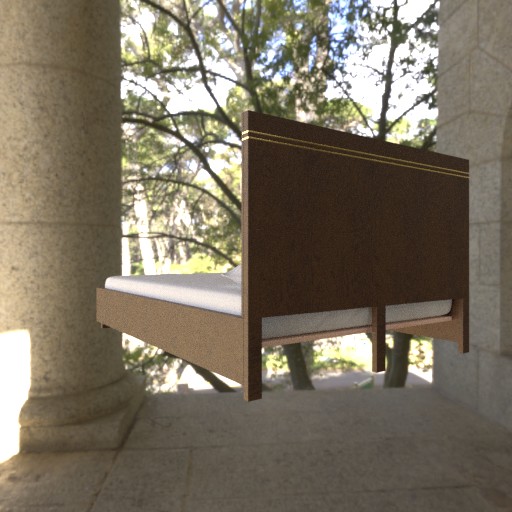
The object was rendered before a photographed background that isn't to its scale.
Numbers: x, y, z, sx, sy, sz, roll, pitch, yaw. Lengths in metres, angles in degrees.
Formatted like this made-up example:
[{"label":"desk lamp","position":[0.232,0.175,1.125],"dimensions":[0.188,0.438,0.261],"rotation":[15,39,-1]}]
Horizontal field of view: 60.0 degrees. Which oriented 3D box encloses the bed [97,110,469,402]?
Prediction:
[{"label":"bed","position":[0.000,0.000,3.145],"dimensions":[1.613,1.169,2.221],"rotation":[0,0,-35]}]
